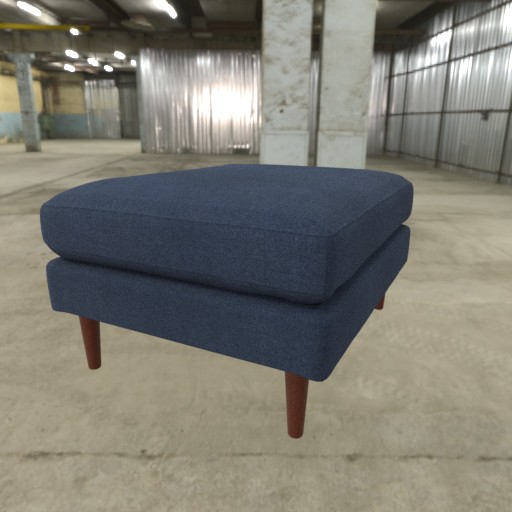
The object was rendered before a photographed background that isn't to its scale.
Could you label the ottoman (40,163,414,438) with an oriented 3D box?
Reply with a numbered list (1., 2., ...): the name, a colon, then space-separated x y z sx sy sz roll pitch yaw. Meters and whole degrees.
1. ottoman: 0.000 0.000 1.222 0.693 0.474 0.821 8 18 26
